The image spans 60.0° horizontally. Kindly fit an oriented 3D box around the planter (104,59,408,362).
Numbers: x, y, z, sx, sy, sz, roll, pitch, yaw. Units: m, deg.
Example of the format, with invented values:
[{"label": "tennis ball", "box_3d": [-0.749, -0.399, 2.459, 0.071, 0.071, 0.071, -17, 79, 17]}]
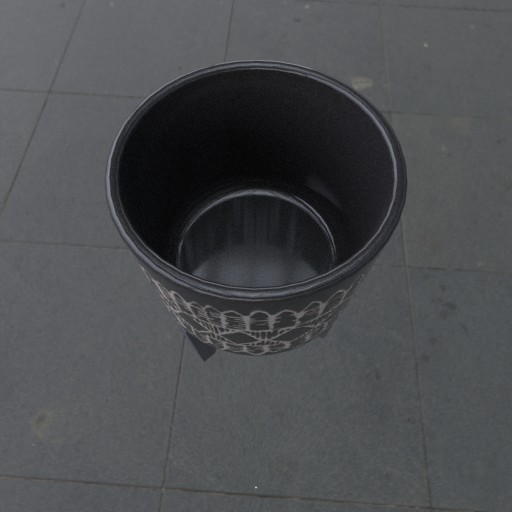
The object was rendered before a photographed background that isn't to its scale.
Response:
[{"label": "planter", "box_3d": [0.000, 0.000, 0.268, 0.129, 0.177, 0.129, 0, 62, 0]}]
